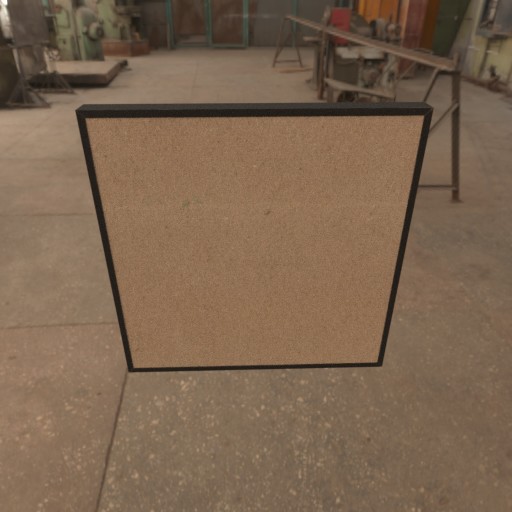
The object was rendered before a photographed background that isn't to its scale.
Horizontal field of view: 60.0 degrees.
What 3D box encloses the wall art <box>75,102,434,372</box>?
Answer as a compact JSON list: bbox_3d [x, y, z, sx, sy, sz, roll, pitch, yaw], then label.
[{"bbox_3d":[0.000,0.000,0.774,0.508,0.508,0.038,-1,31,-2],"label":"wall art"}]
